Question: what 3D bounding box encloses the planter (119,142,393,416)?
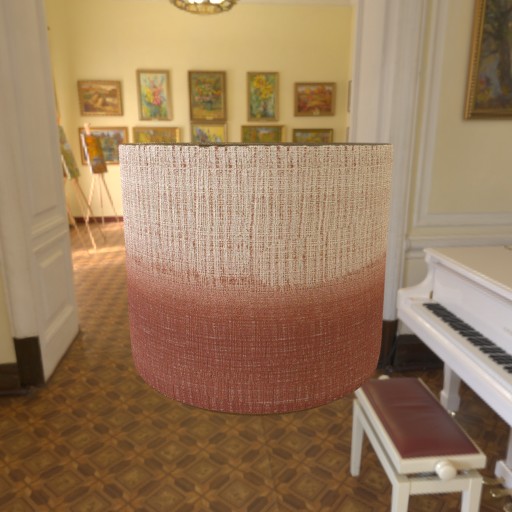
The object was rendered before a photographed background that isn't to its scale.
[{"bbox_3d":[0.000,0.000,0.447,0.254,0.221,0.254,0,15,0],"label":"planter"}]
